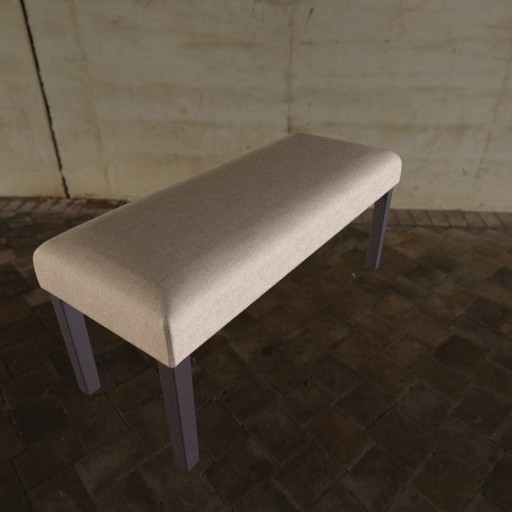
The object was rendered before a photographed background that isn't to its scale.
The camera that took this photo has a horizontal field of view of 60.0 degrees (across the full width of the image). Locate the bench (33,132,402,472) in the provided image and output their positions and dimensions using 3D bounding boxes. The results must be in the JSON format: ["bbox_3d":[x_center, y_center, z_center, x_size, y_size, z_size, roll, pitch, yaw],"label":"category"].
[{"bbox_3d":[0.000,0.000,1.241,0.407,0.456,1.013,21,38,30],"label":"bench"}]
